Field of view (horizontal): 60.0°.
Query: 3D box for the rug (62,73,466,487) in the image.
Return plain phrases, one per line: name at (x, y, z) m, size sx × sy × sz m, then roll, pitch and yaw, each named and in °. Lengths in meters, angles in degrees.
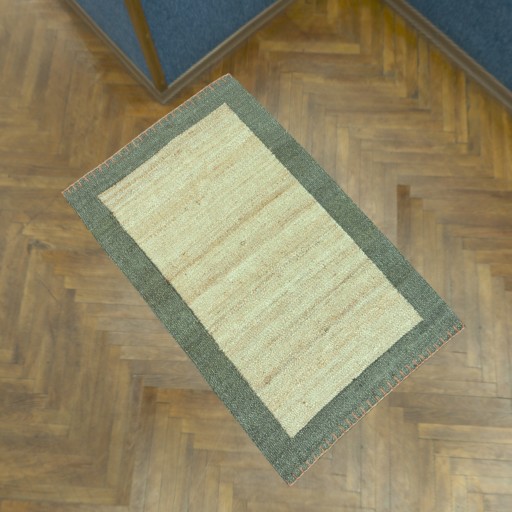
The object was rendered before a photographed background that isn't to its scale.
rug at (0.000, 0.000, 2.952) m, size 1.521 × 0.006 × 2.435 m, roll -39°, pitch 80°, yaw -8°
